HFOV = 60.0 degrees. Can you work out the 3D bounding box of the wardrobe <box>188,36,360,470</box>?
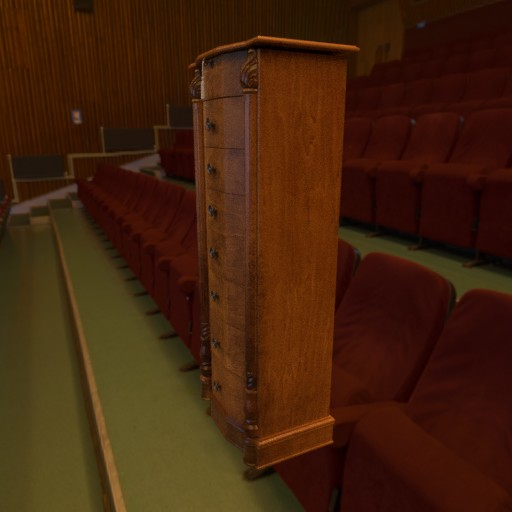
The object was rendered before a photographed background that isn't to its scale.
[{"bbox_3d":[0.000,0.000,1.150,0.273,0.959,0.406,-8,17,-25],"label":"wardrobe"}]
